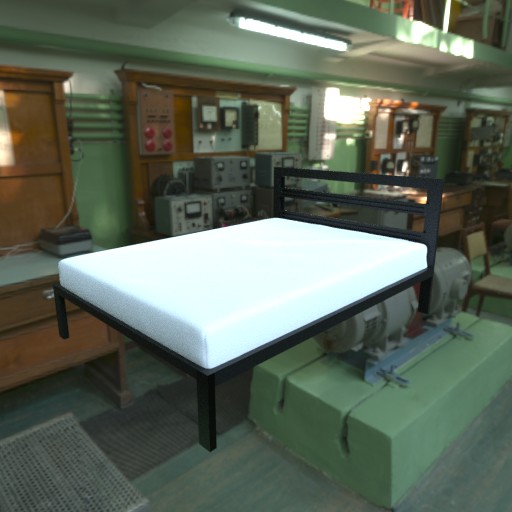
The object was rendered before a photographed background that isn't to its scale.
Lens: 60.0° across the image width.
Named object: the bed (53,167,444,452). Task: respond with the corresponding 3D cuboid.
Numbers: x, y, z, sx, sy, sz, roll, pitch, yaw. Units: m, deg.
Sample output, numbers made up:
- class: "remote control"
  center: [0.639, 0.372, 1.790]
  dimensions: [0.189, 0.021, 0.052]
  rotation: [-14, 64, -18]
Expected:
- class: "bed"
  center: [0.000, 0.000, 2.913]
  dimensions: [1.524, 0.967, 2.062]
  rotation: [15, 22, 43]
